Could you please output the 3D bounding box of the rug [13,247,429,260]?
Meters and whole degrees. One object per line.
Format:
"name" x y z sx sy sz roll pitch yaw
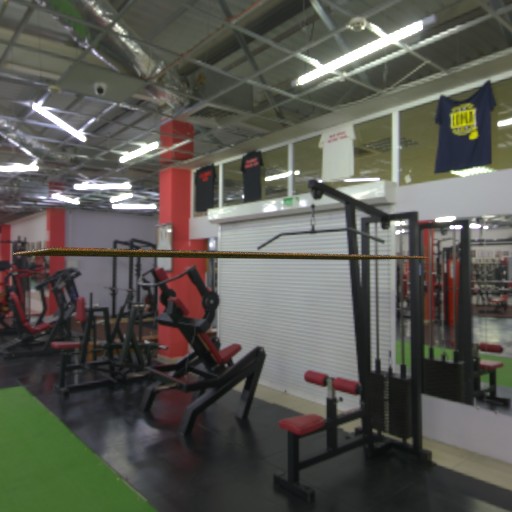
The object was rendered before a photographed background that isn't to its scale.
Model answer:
"rug" 0.000 0.000 1.955 1.820 0.013 0.556 1 -2 -37
